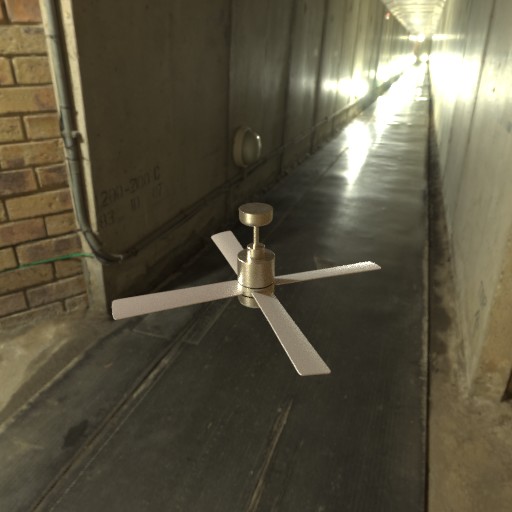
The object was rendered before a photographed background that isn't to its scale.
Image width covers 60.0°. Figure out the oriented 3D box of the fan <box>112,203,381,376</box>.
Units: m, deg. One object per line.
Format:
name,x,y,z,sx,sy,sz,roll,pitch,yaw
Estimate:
fan,0.000,0.000,2.369,1.525,0.539,1.525,-8,28,-16
